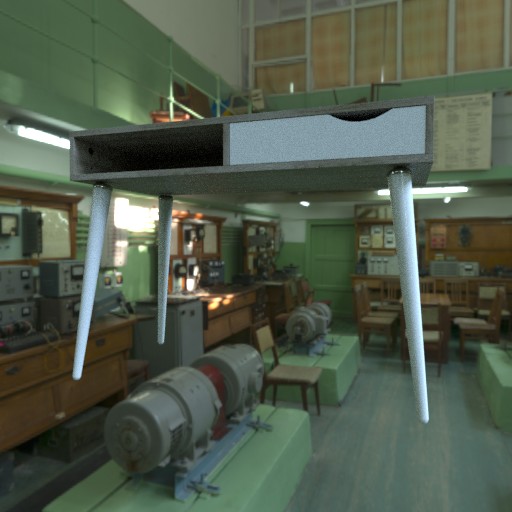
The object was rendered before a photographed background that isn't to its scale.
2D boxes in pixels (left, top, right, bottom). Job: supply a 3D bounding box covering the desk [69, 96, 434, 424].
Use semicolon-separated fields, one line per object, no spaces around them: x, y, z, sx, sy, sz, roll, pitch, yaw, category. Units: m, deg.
0.000;0.000;1.355;0.979;0.723;0.491;1;2;19;desk
